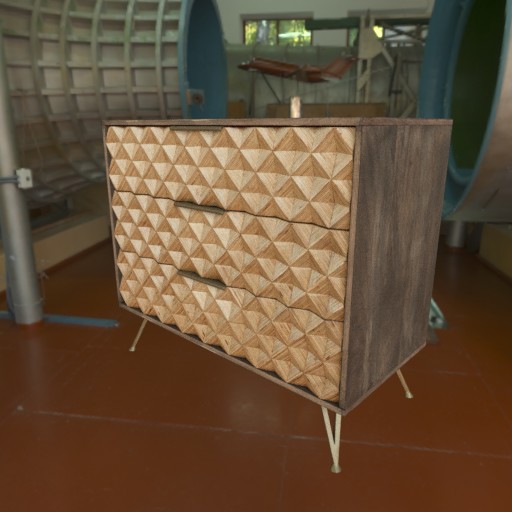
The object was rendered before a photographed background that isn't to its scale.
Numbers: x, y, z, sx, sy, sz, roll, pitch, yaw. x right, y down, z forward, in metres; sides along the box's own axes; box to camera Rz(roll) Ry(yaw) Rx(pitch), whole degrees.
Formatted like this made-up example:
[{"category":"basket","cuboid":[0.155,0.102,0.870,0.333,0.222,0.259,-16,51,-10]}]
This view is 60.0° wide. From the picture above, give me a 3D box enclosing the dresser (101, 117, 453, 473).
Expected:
[{"category":"dresser","cuboid":[0.000,0.000,1.362,0.923,0.801,0.453,15,22,40]}]
